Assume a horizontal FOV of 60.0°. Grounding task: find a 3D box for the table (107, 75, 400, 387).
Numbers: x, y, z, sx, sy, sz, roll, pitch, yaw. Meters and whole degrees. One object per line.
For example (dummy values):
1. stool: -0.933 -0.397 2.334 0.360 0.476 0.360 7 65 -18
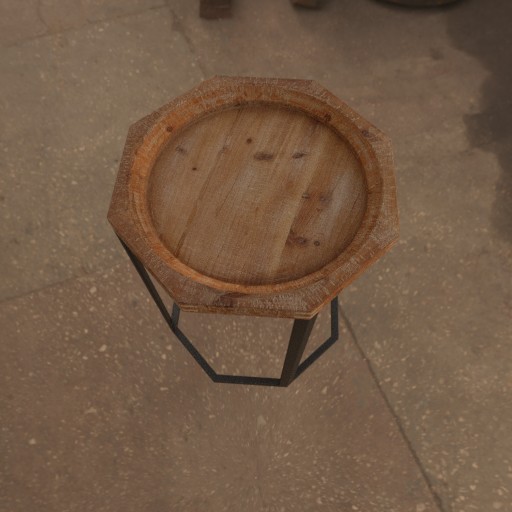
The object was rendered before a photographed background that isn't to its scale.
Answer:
1. table: 0.000 0.000 0.919 0.458 0.543 0.458 -17 65 -8
